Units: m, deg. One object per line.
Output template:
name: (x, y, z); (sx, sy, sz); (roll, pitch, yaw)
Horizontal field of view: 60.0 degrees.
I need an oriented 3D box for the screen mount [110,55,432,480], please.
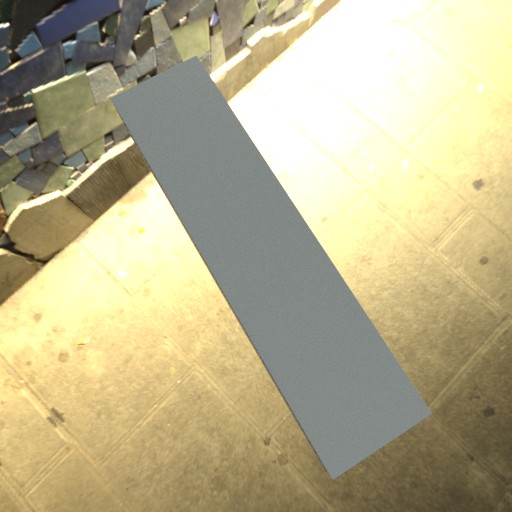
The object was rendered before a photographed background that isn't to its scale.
screen mount: (0.000, 0.000, 1.850); (0.399, 0.432, 1.644); (-30, 77, -8)
